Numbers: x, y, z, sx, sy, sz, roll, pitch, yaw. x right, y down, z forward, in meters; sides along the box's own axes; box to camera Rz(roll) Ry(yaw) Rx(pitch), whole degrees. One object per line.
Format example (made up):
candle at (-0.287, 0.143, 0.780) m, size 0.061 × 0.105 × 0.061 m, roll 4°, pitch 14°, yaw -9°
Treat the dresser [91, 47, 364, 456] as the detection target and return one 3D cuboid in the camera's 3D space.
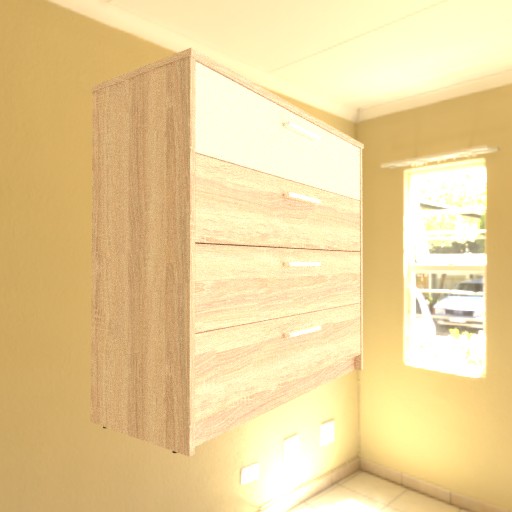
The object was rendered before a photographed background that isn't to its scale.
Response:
dresser at (0.000, 0.000, 1.467) m, size 0.380 × 0.900 × 0.980 m, roll -1°, pitch -1°, yaw 36°
